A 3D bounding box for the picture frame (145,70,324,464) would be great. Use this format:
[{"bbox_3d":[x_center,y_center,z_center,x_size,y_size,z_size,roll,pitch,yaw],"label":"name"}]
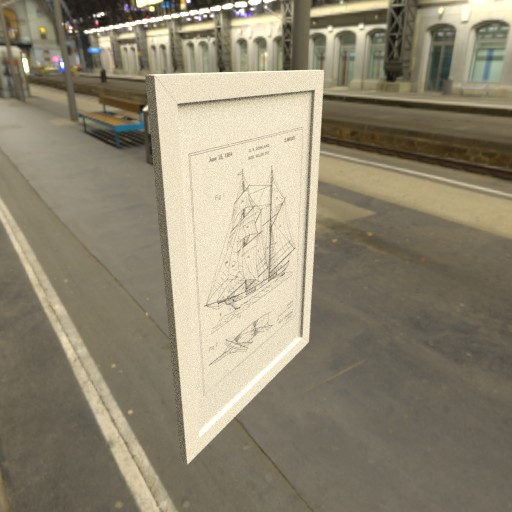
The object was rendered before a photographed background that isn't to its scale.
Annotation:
[{"bbox_3d":[0.000,0.000,0.598,0.011,0.459,0.326,15,28,31],"label":"picture frame"}]
